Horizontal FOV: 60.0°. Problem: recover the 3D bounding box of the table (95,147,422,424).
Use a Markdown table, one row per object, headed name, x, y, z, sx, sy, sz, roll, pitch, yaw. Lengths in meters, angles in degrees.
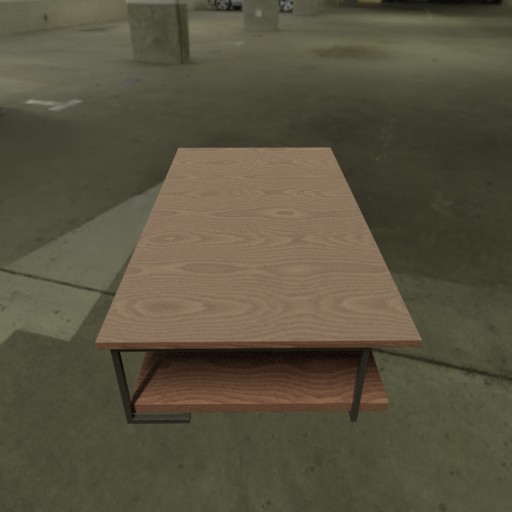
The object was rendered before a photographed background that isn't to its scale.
| name | x | y | z | sx | sy | sz | roll | pitch | yaw |
| --- | --- | --- | --- | --- | --- | --- | --- | --- | --- |
| table | 0.000 | 0.000 | 1.480 | 0.651 | 0.347 | 1.197 | 0 | 32 | -1 |
